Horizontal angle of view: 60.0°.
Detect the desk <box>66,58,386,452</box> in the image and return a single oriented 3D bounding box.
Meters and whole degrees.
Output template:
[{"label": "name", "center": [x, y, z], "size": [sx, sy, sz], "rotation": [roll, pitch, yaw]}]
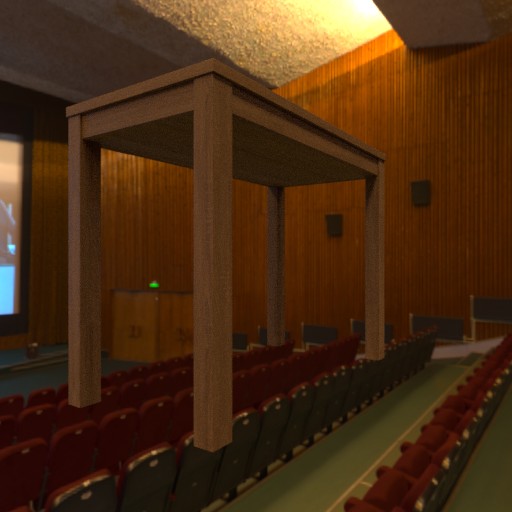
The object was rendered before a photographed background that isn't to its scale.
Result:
[{"label": "desk", "center": [0.000, 0.000, 1.400], "size": [0.495, 0.762, 0.991], "rotation": [0, 0, 35]}]
